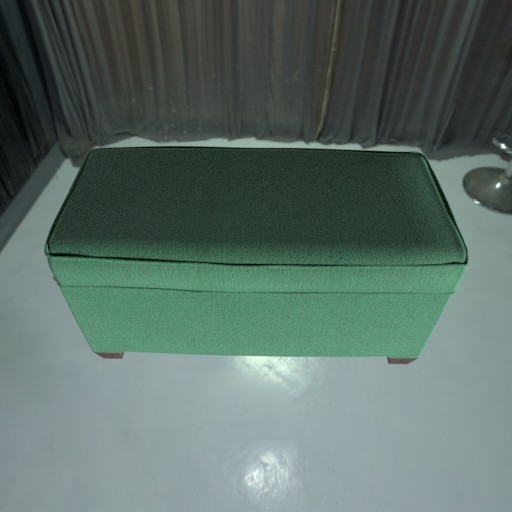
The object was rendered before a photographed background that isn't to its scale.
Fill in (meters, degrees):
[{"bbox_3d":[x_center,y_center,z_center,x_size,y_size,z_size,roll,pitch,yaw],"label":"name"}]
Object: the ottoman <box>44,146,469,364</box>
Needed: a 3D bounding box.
[{"bbox_3d":[0.000,0.000,1.259,0.957,0.471,0.483,1,47,1],"label":"ottoman"}]
